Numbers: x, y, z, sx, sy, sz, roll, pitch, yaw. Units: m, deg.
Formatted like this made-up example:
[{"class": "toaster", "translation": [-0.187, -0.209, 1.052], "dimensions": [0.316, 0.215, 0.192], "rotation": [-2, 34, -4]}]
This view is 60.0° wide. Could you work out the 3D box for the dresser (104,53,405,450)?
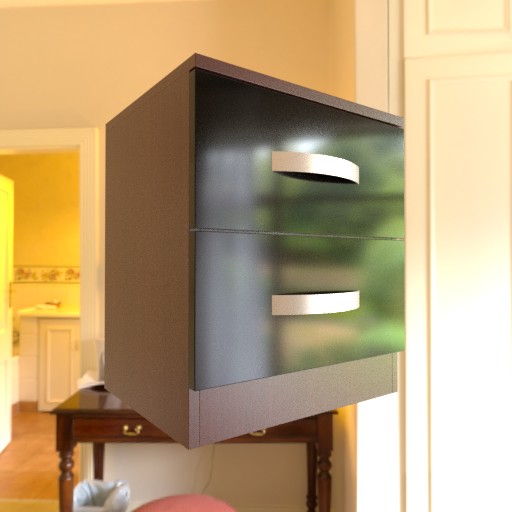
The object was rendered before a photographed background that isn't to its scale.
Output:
[{"class": "dresser", "translation": [0.000, 0.000, 0.758], "dimensions": [0.400, 0.470, 0.360], "rotation": [1, -1, -36]}]
